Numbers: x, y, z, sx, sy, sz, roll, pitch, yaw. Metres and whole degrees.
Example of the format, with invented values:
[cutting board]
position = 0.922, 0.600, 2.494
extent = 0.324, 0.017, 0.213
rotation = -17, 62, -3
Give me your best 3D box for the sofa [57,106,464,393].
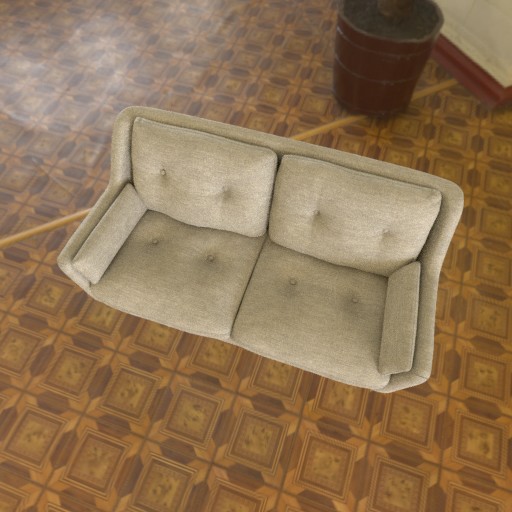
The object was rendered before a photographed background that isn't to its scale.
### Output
[sofa]
position = 0.000, 0.000, 2.429
extent = 1.930, 0.897, 0.976
rotation = 16, 60, 10
